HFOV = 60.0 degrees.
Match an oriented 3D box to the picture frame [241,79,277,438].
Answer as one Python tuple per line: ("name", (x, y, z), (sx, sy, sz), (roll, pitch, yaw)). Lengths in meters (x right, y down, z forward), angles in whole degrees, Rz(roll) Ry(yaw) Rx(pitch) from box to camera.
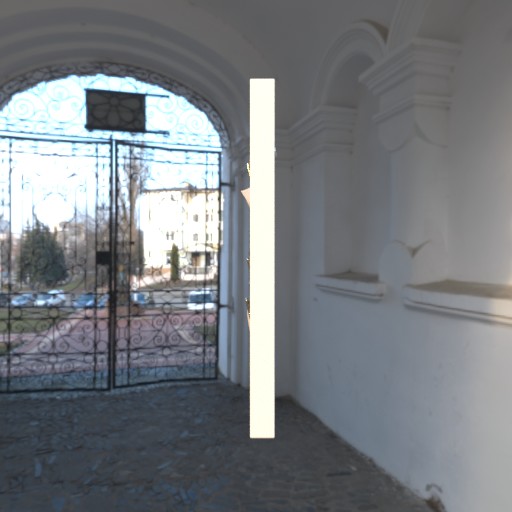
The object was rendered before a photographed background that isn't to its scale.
("picture frame", (0.000, 0.000, 0.788), (0.044, 0.379, 0.647), (0, 1, 0))
